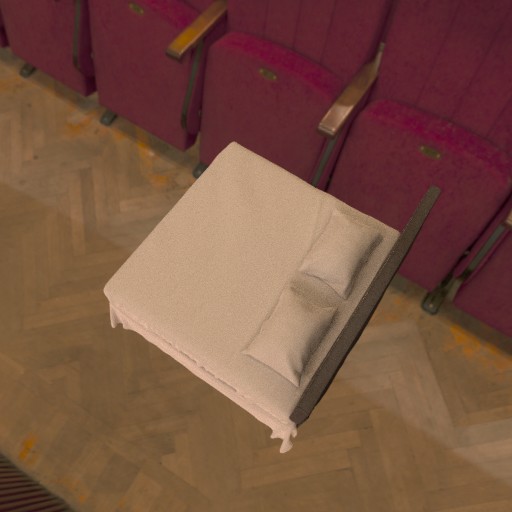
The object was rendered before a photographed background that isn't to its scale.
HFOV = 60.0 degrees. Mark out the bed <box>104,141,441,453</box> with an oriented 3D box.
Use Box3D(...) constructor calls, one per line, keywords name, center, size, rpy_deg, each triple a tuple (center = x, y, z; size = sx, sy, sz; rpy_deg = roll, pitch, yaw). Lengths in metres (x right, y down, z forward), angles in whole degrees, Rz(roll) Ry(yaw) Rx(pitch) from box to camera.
Box3D(name="bed", center=(0.000, 0.000, 3.844), size=(2.219, 1.651, 2.314), rpy_deg=(32, 69, 14))
